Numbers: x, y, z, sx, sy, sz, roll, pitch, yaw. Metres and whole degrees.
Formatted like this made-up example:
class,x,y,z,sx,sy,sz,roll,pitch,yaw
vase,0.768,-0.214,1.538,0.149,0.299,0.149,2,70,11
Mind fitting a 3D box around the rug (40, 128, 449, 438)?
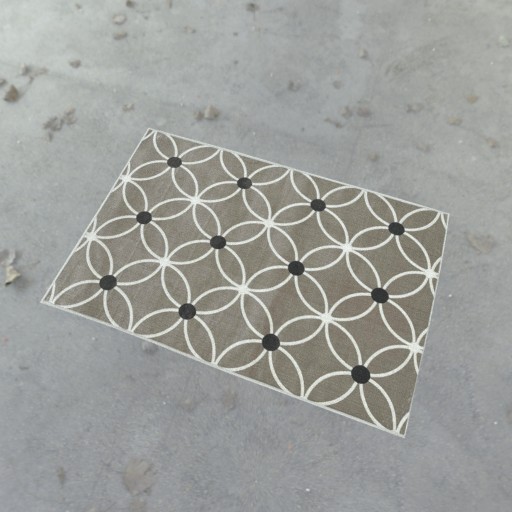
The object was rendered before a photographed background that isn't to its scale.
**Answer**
class,x,y,z,sx,sy,sz,roll,pitch,yaw
rug,0.000,0.000,2.881,2.284,0.008,1.522,18,64,9
